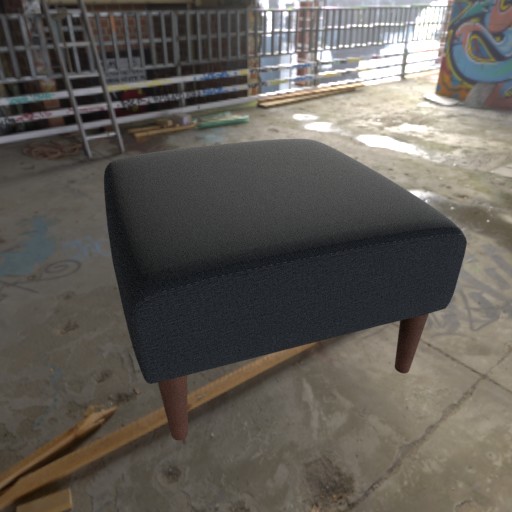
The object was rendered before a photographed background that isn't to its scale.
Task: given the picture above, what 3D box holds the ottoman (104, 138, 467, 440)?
[{"bbox_3d":[0.000,0.000,1.067,0.649,0.398,0.650,-10,32,-17],"label":"ottoman"}]
